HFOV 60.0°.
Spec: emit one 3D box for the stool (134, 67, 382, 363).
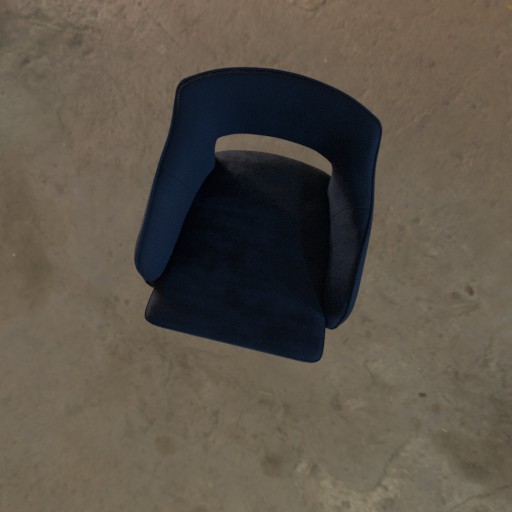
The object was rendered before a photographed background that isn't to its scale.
[{"bbox_3d":[0.000,0.000,1.350,0.550,1.041,0.560,13,76,3],"label":"stool"}]
